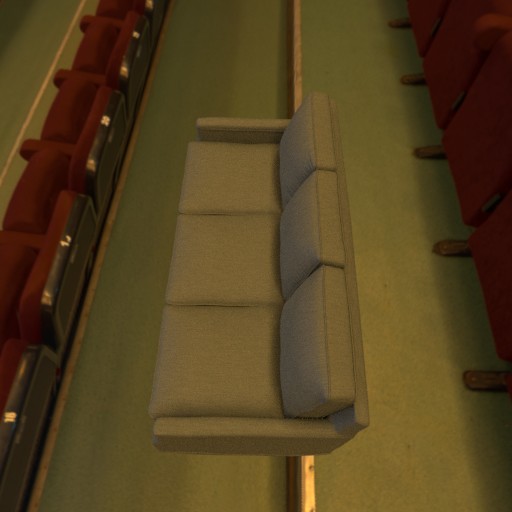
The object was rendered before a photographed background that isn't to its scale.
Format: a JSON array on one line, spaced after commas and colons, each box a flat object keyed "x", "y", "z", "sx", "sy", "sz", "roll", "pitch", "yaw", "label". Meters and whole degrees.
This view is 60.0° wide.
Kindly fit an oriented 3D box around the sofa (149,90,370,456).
[{"x": 0.000, "y": 0.000, "z": 2.814, "sx": 1.084, "sy": 1.003, "sz": 2.246, "roll": 1, "pitch": 58, "yaw": 1, "label": "sofa"}]
